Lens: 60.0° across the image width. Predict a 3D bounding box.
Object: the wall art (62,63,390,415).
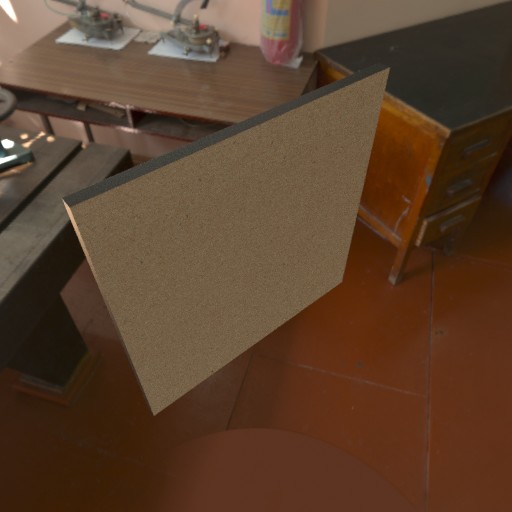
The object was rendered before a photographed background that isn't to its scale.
[{"bbox_3d":[0.000,0.000,1.146,0.773,0.775,0.031,-31,54,-26],"label":"wall art"}]
